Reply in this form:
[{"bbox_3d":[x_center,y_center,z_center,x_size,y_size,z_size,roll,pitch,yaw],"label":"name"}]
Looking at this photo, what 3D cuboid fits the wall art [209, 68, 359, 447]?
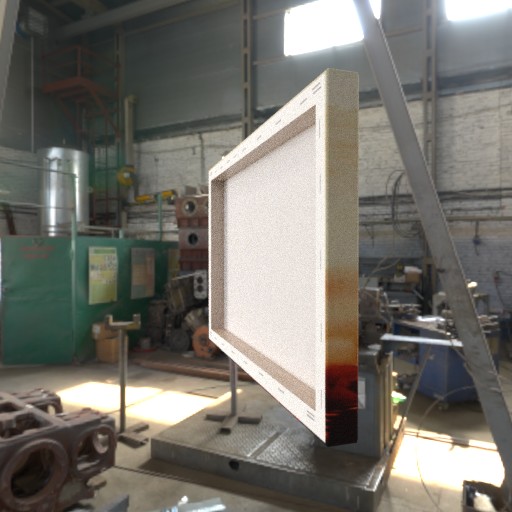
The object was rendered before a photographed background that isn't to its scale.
[{"bbox_3d":[0.000,0.000,0.767,0.040,0.402,0.613,0,1,-18],"label":"wall art"}]
